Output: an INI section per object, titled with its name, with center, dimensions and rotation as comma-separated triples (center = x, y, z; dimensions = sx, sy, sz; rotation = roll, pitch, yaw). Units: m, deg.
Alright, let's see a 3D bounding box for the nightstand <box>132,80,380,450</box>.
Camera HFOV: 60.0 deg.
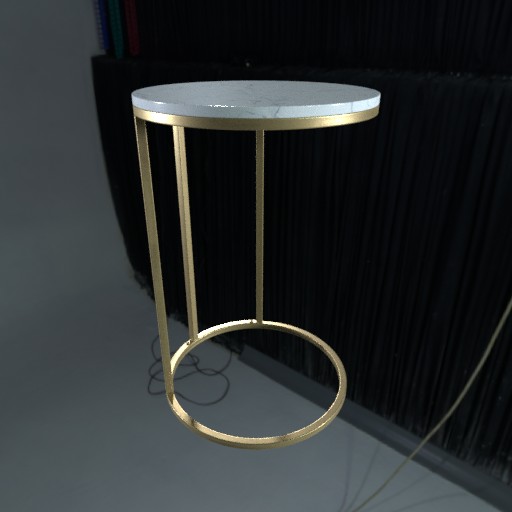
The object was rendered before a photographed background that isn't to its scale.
[nightstand]
center = 0.000, 0.000, 0.868
dimensions = 0.400, 0.610, 0.400
rotation = 18, 31, 33
